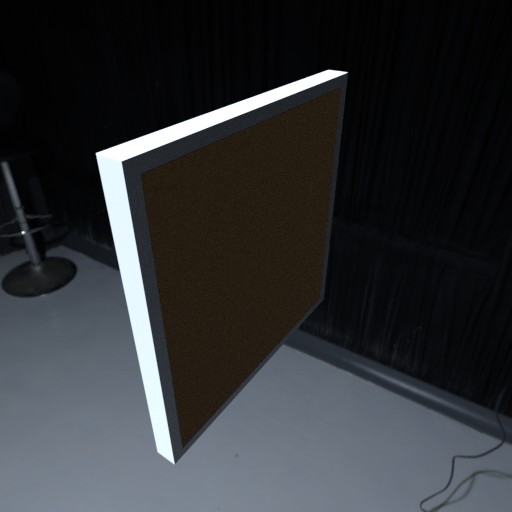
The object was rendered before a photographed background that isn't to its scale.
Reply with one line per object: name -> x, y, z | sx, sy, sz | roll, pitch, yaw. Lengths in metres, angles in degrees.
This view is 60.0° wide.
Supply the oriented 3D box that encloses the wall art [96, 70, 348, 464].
wall art -> 0.000, 0.000, 0.747 | 0.038, 0.506, 0.506 | 21, 39, 28
